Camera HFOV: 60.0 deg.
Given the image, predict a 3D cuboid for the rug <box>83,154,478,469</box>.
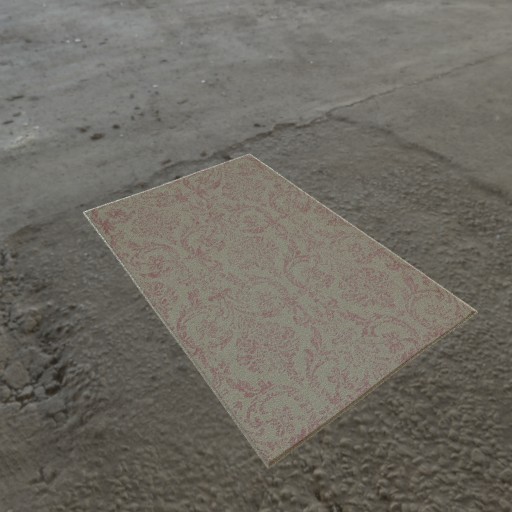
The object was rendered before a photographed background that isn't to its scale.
[{"bbox_3d":[0.000,0.000,3.503,1.819,0.018,2.746,-26,48,-26],"label":"rug"}]
